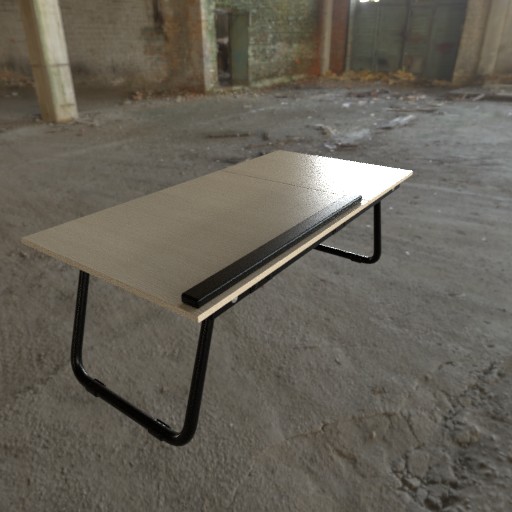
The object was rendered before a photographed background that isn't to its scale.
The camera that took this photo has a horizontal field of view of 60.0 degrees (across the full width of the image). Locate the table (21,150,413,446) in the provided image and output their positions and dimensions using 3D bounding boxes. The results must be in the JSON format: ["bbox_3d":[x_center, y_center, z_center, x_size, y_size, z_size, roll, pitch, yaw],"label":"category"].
[{"bbox_3d":[0.000,0.000,0.796,0.322,0.242,0.644,18,31,32],"label":"table"}]
